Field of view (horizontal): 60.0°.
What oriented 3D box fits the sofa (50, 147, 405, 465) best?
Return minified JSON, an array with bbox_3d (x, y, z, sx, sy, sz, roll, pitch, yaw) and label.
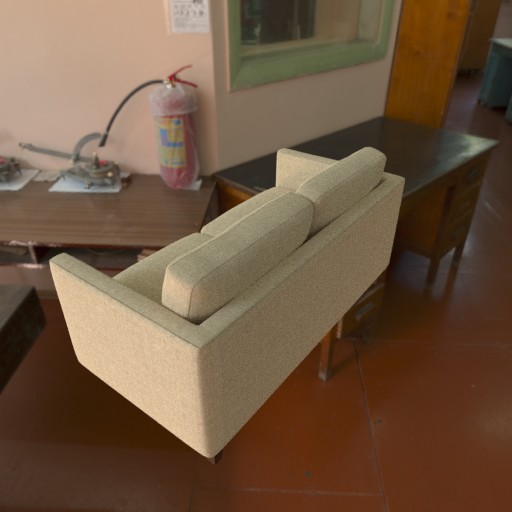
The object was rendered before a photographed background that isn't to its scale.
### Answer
[{"bbox_3d":[0.000,0.000,2.489,0.950,0.963,1.884,22,39,31],"label":"sofa"}]
